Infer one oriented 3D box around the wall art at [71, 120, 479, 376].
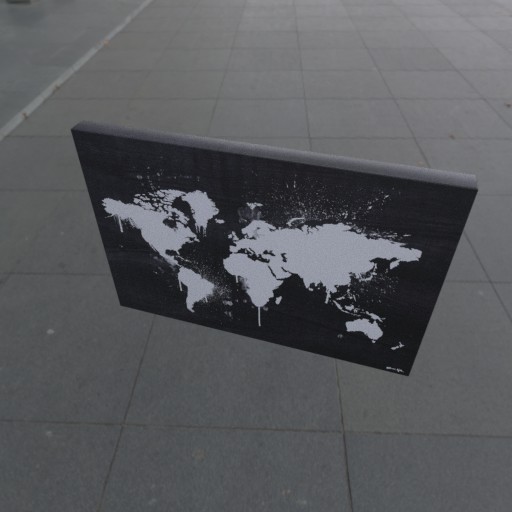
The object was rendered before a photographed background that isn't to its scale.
[{"bbox_3d":[0.000,0.000,0.781,0.610,0.409,0.038,11,41,13],"label":"wall art"}]
